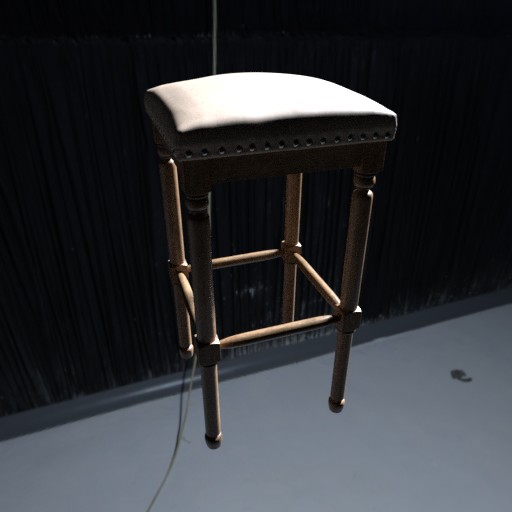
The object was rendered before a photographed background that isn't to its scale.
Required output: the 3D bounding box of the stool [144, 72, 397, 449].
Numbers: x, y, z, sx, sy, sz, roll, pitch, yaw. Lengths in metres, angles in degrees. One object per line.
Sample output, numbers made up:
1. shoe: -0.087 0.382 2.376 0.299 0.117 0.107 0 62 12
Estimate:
1. stool: 0.000 0.000 1.008 0.382 0.768 0.383 -10 31 -17
